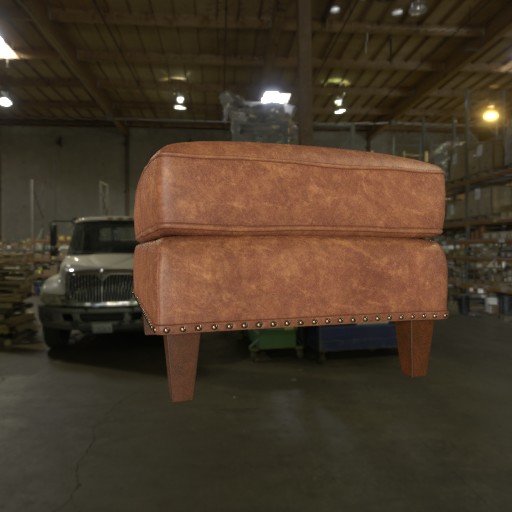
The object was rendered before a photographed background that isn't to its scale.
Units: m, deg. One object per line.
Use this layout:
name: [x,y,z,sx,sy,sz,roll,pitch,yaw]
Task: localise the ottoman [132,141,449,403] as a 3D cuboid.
ottoman: [0.000,0.000,1.140,0.586,0.486,0.742,0,1,-18]
